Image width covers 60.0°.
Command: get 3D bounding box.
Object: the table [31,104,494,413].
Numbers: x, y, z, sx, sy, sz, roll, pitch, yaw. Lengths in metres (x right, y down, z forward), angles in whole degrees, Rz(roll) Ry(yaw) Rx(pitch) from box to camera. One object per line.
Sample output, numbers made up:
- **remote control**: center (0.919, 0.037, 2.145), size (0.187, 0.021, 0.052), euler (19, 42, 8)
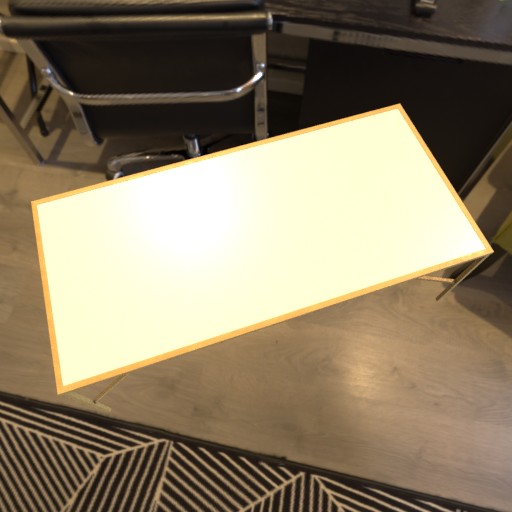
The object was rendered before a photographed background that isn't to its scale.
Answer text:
- **table**: center (0.000, 0.000, 1.452), size (1.206, 0.398, 0.580), euler (-17, 66, -8)
